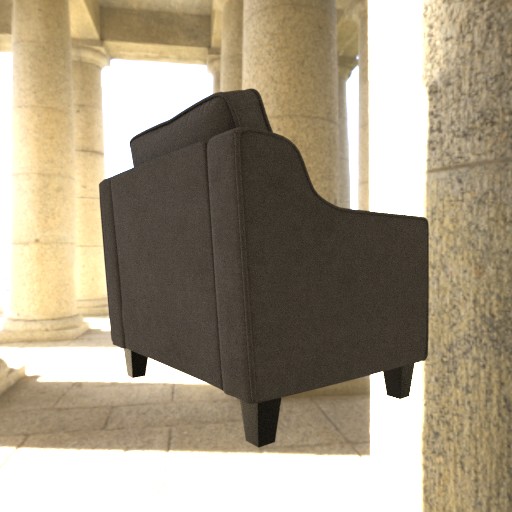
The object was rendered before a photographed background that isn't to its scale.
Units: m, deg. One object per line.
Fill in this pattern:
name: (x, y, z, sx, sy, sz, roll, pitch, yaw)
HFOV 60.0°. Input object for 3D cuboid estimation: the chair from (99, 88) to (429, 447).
chair: (0.000, 0.000, 1.616, 0.840, 0.944, 0.926, 0, 0, -38)
